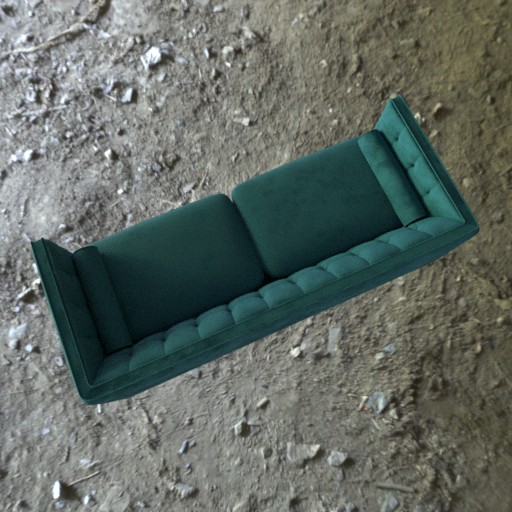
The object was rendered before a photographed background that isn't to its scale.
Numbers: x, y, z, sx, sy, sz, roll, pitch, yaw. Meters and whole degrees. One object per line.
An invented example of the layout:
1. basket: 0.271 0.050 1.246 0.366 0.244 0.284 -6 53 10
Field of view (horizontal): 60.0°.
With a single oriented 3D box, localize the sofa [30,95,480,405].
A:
1. sofa: 0.000 0.000 2.529 2.087 0.789 0.867 -23 76 -6
